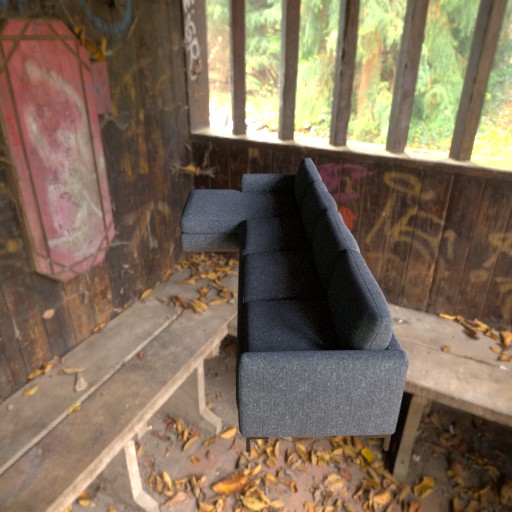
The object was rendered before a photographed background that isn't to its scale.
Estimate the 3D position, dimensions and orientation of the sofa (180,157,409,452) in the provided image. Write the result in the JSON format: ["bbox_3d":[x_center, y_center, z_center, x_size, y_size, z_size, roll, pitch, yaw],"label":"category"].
[{"bbox_3d":[0.000,0.000,3.373,1.350,0.810,2.932,-1,27,-1],"label":"sofa"}]
